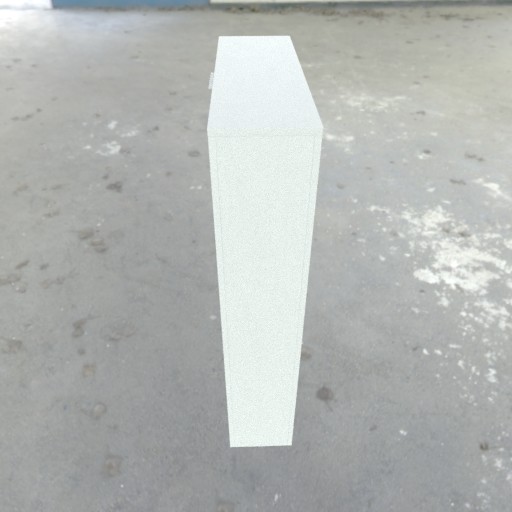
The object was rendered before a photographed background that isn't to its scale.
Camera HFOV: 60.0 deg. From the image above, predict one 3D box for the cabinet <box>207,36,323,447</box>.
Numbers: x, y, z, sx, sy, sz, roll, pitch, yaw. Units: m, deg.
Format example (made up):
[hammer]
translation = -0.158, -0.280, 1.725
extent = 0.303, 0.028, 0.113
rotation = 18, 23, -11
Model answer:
[cabinet]
translation = 0.000, 0.000, 1.591
extent = 0.250, 1.280, 0.750
rotation = -1, 39, -1
